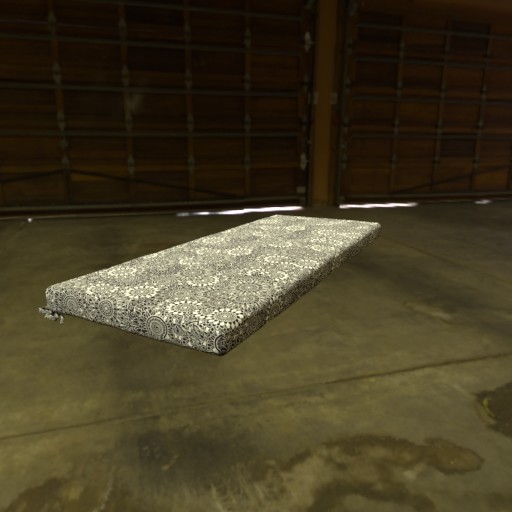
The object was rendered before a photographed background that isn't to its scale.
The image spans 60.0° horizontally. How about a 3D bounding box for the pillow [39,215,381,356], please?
[{"bbox_3d":[0.000,0.000,1.339,0.492,0.081,1.187,8,16,27],"label":"pillow"}]
